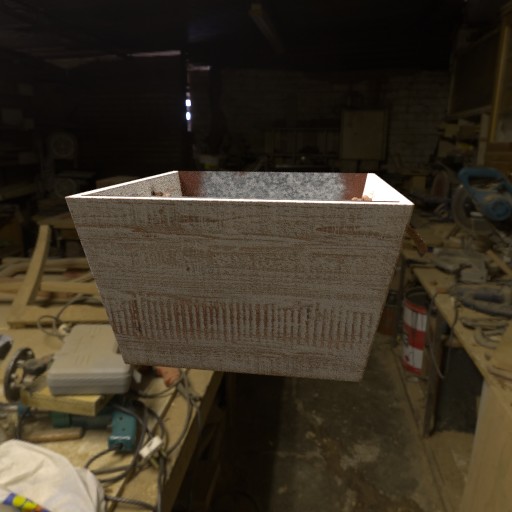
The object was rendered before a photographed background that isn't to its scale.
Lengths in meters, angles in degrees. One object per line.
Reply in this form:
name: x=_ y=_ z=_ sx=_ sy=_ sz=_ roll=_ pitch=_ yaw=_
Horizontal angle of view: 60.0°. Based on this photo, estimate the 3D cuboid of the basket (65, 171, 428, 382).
basket: x=0.000 y=0.000 z=0.744 sx=0.545 sy=0.247 sz=0.413 roll=2 pitch=15 yaw=8
